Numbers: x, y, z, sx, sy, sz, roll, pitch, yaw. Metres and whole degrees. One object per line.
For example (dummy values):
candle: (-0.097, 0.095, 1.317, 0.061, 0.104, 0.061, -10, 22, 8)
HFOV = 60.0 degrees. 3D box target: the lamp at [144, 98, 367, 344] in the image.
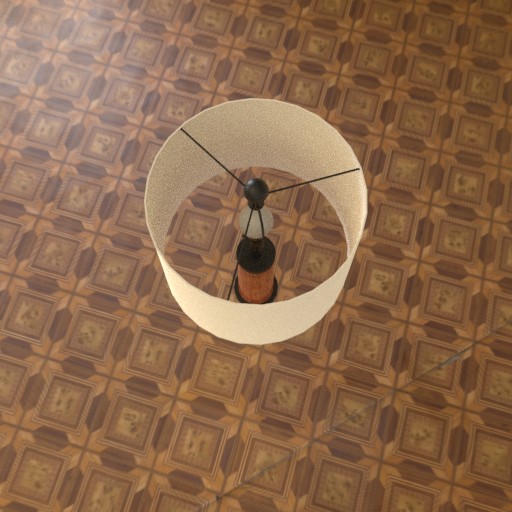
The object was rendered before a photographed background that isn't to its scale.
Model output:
lamp: (0.000, 0.000, 0.870, 0.349, 0.667, 0.349, 0, 75, 0)
